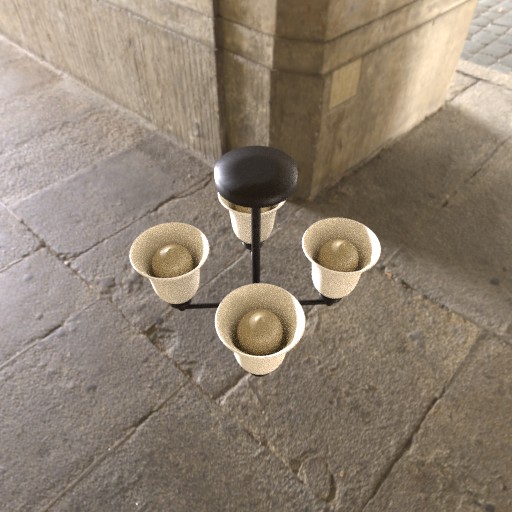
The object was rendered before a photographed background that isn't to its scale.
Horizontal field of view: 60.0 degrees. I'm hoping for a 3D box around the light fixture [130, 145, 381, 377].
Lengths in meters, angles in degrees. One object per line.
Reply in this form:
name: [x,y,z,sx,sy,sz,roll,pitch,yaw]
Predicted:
light fixture: [0.000,0.000,1.937,1.069,0.925,1.069,-2,48,-2]
